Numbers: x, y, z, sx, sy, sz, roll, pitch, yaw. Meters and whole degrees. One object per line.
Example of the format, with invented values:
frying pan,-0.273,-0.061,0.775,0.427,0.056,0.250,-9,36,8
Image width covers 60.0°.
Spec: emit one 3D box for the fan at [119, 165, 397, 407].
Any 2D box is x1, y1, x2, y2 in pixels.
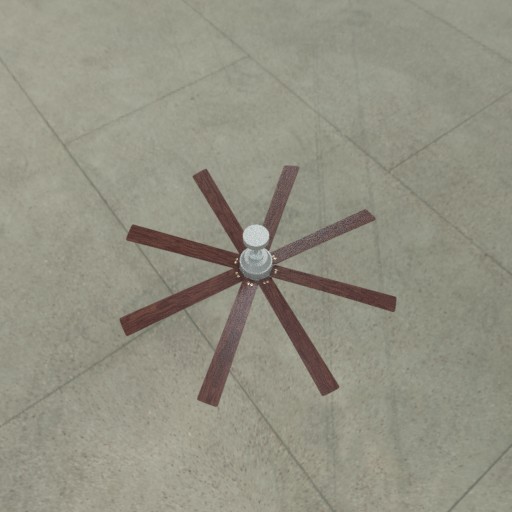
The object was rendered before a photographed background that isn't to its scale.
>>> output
fan,0.000,0.000,2.791,1.830,0.472,1.830,15,60,9
